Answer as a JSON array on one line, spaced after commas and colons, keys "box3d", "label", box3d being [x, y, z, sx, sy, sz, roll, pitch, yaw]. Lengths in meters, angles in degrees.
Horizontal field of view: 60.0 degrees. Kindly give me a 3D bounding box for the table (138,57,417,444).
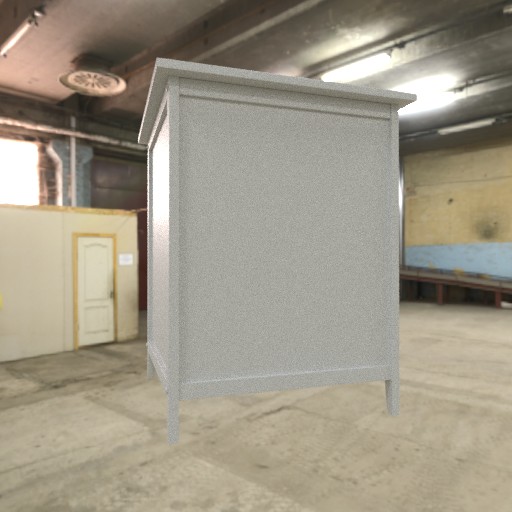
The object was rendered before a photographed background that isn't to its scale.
[{"box3d": [0.000, 0.000, 0.780, 0.381, 0.483, 0.381, 0, 0, -18], "label": "table"}]
